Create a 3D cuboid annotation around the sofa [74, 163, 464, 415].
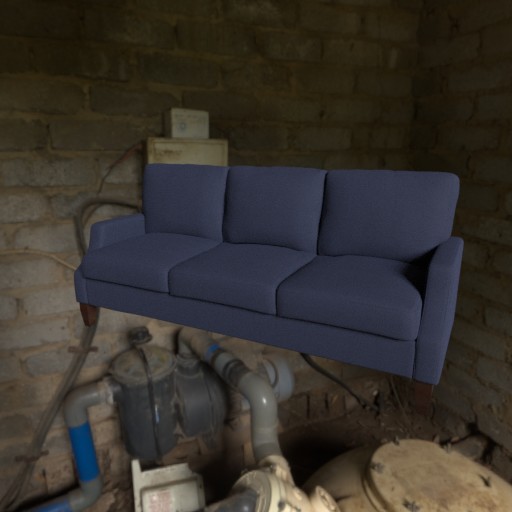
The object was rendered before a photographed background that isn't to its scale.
[{"bbox_3d":[0.000,0.000,2.552,2.115,0.984,0.888,8,17,27],"label":"sofa"}]
